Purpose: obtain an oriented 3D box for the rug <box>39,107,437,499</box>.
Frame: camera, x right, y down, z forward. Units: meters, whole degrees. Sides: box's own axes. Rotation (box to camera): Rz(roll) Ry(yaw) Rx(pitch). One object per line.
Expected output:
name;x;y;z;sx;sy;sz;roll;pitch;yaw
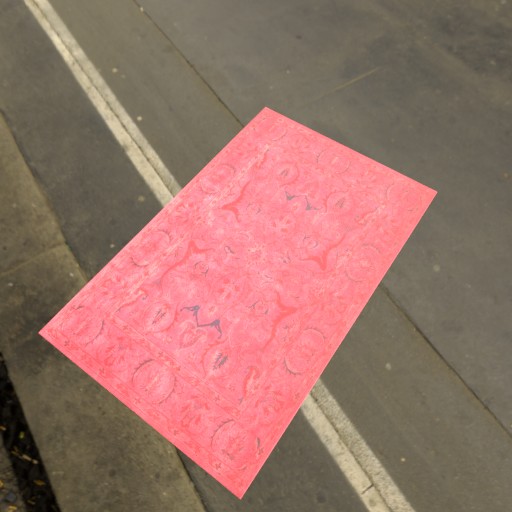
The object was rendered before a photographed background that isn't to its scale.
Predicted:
rug;0.000;0.000;2.973;1.534;0.010;2.423;32;65;17
